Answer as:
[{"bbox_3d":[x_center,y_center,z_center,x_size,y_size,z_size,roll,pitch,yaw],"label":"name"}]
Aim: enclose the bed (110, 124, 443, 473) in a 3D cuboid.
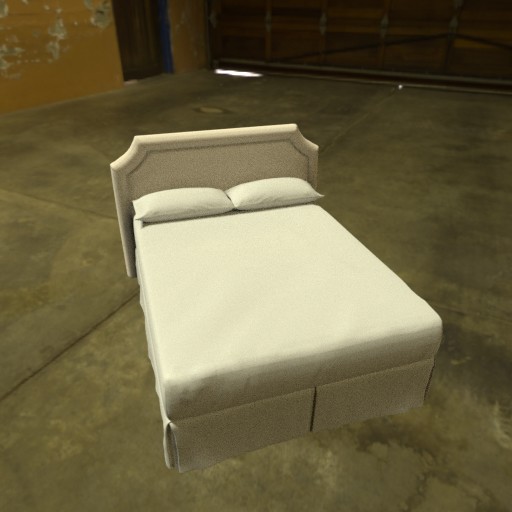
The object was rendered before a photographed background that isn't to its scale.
[{"bbox_3d":[0.000,0.000,3.160,1.828,1.297,2.164,-9,31,-15],"label":"bed"}]
